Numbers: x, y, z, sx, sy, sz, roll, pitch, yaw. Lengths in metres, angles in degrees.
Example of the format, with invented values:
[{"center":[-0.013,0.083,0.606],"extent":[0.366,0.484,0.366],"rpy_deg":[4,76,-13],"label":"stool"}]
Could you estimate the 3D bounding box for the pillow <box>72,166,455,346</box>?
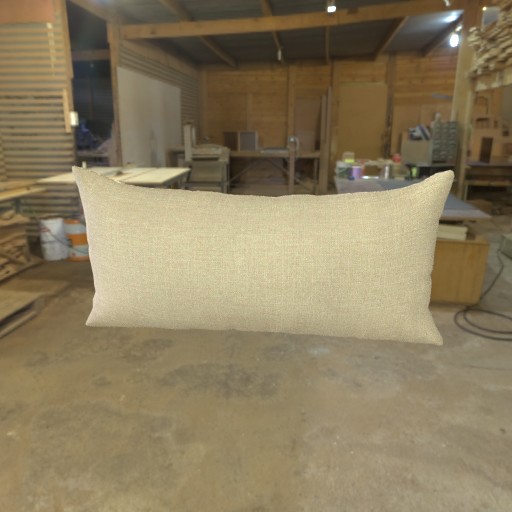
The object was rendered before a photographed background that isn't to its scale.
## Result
[{"center":[0.000,0.000,0.740],"extent":[0.631,0.290,0.148],"rpy_deg":[2,16,7],"label":"pillow"}]
